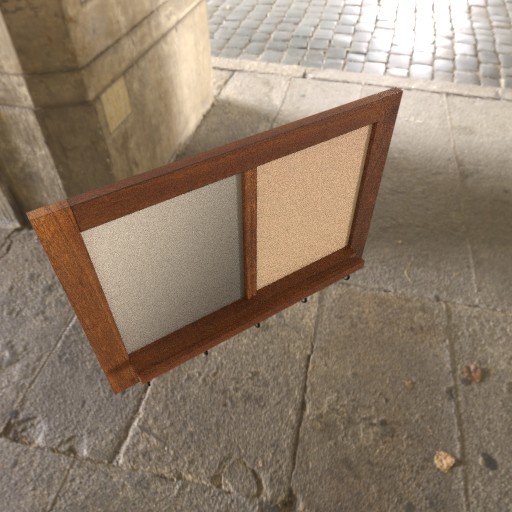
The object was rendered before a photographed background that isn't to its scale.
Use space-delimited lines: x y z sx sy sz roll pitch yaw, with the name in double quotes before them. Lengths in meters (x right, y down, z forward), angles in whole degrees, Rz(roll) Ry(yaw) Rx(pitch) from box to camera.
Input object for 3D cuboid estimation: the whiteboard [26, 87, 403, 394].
"whiteboard" 0.000 0.000 1.002 0.783 0.559 0.083 -25 51 -22
